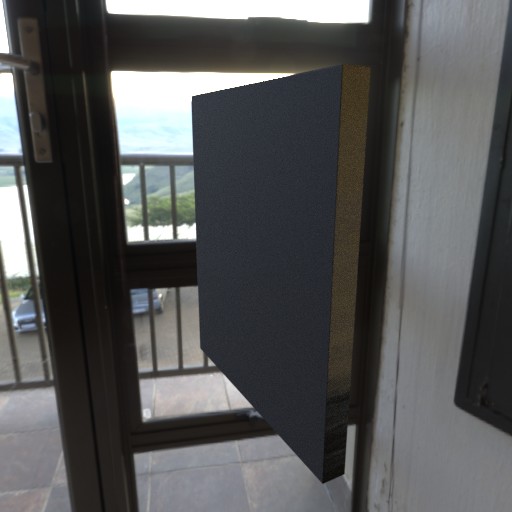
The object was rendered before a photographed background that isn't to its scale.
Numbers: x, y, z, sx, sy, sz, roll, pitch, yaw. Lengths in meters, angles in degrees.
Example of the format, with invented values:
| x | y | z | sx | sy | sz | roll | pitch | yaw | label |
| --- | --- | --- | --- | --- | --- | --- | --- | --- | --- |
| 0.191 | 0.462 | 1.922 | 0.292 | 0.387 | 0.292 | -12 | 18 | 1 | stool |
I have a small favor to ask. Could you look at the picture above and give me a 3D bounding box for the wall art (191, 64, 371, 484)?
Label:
| x | y | z | sx | sy | sz | roll | pitch | yaw | label |
| --- | --- | --- | --- | --- | --- | --- | --- | --- | --- |
| 0.000 | 0.000 | 0.706 | 0.037 | 0.511 | 0.435 | -8 | 17 | -27 | wall art |
